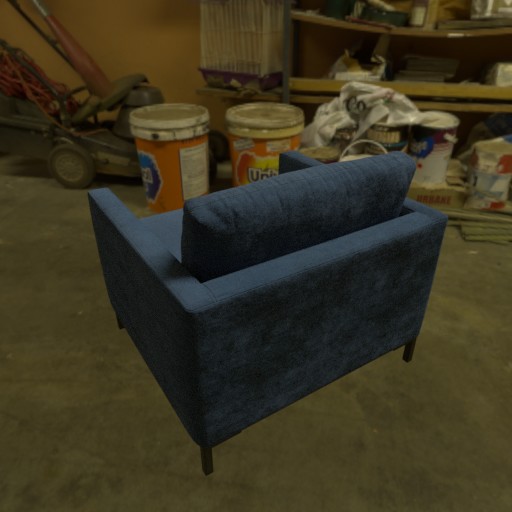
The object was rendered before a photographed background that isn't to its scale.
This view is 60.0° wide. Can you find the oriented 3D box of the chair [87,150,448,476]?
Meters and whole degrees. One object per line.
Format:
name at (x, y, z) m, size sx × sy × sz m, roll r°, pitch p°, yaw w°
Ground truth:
chair at (0.000, 0.000, 1.627) m, size 0.964 × 0.812 × 0.875 m, roll -18°, pitch 35°, yaw -28°
